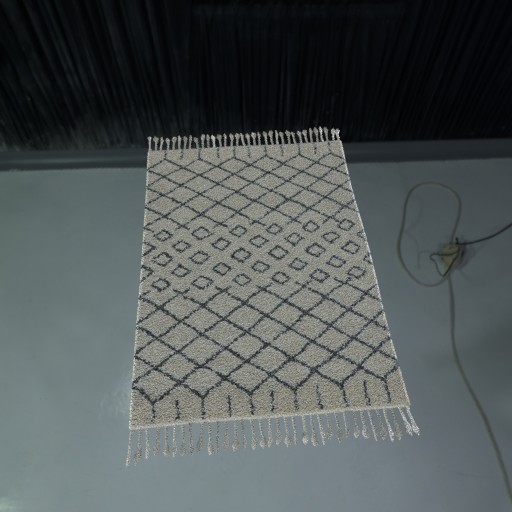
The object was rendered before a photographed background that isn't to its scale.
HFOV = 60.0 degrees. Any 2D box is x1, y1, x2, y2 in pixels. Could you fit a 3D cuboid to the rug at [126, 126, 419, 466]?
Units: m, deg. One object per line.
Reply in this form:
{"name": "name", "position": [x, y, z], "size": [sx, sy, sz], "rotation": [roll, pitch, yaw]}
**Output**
{"name": "rug", "position": [0.000, 0.000, 3.162], "size": [1.664, 0.029, 2.615], "rotation": [-4, 58, -3]}
